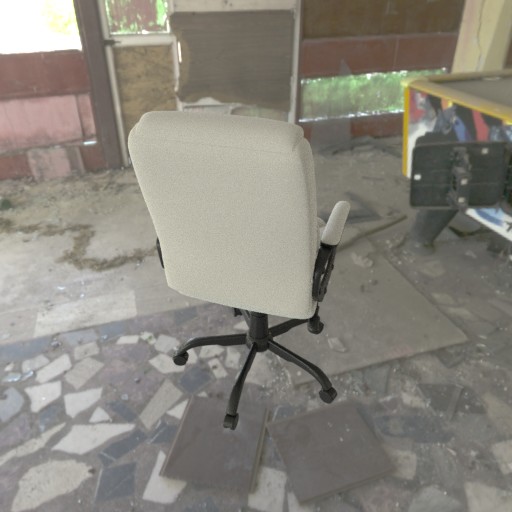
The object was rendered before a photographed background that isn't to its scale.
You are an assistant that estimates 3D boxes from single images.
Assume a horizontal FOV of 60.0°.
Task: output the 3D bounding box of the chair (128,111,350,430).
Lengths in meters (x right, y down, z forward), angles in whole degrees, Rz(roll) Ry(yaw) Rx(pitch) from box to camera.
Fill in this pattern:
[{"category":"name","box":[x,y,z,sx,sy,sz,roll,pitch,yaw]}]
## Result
[{"category":"chair","box":[0.000,0.000,1.481,0.663,1.065,0.669,10,34,15]}]
